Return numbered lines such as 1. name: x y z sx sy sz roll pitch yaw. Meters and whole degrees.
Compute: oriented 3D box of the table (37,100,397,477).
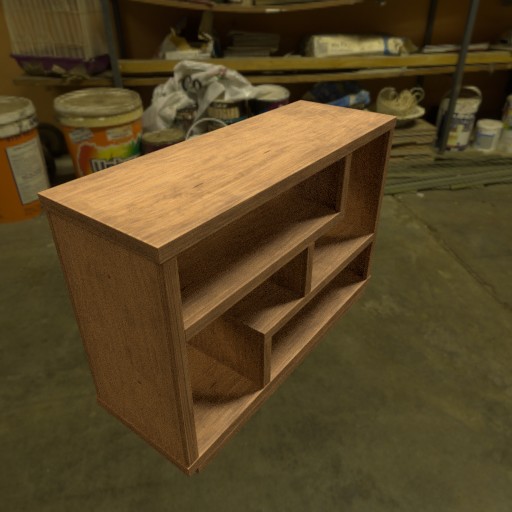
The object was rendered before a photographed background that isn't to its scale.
1. table: 0.000 0.000 1.523 0.410 0.771 1.151 22 38 31
